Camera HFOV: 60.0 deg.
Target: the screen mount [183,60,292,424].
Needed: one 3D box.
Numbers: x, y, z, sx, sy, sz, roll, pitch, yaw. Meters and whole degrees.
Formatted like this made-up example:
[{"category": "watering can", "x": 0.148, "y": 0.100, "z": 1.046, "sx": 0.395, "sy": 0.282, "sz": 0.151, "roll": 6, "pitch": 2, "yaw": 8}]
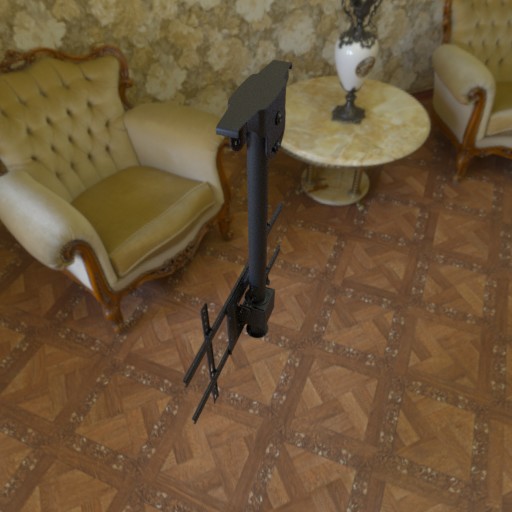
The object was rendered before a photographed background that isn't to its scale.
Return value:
[{"category": "screen mount", "x": 0.000, "y": 0.000, "z": 0.999, "sx": 0.090, "sy": 0.775, "sz": 0.595, "roll": 15, "pitch": 48, "yaw": 14}]
